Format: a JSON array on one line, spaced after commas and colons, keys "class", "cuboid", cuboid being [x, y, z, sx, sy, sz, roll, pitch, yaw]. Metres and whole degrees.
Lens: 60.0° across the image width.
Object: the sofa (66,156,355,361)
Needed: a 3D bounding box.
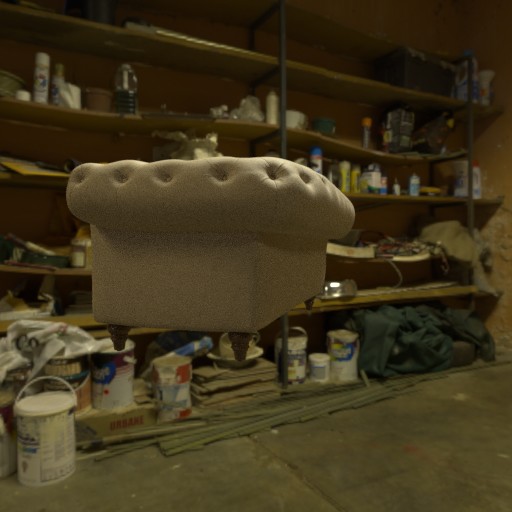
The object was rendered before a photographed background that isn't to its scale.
[{"class": "sofa", "cuboid": [0.000, 0.000, 2.594, 1.069, 0.835, 1.988, 0, 1, 18]}]
